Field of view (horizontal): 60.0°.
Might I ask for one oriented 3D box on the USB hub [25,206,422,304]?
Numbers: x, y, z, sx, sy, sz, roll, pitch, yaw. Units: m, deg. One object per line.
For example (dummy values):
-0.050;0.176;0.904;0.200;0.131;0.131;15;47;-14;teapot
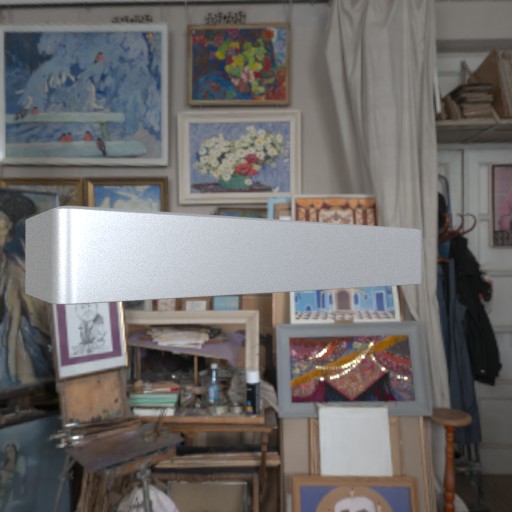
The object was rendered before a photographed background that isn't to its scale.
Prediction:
0.000;0.000;0.161;0.145;0.023;0.044;0;0;-36;USB hub
